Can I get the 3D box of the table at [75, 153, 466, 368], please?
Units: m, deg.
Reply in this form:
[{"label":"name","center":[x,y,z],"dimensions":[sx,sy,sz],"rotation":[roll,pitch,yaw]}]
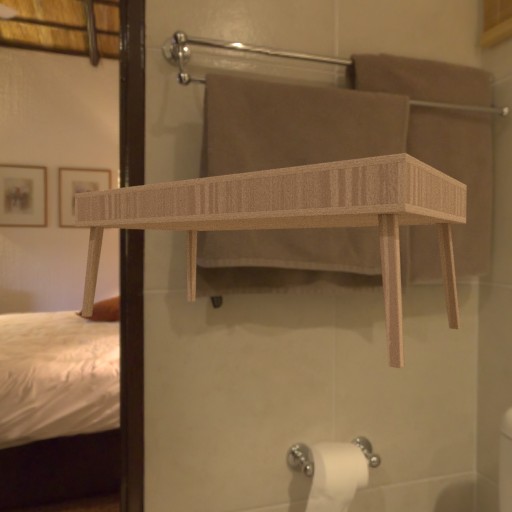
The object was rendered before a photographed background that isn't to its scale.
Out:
[{"label":"table","center":[0.000,0.000,1.509],"dimensions":[1.200,0.450,0.600],"rotation":[1,2,36]}]
